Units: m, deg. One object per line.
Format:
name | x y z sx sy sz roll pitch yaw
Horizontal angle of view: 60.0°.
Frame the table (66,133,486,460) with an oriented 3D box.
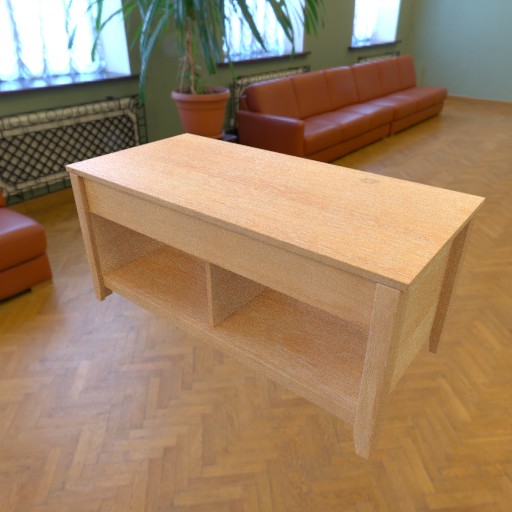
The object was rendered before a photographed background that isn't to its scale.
table | 0.000 0.000 1.277 1.016 0.457 0.483 21 35 33
